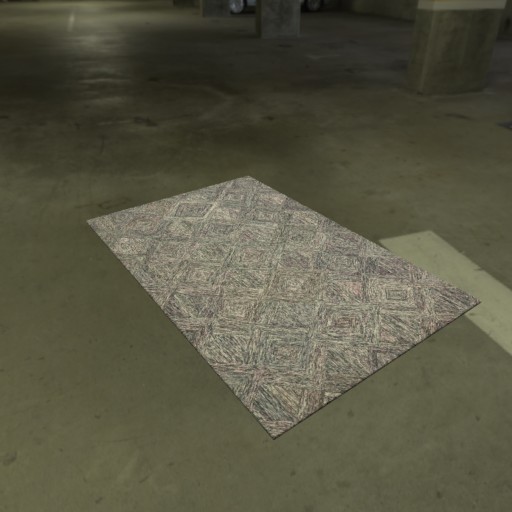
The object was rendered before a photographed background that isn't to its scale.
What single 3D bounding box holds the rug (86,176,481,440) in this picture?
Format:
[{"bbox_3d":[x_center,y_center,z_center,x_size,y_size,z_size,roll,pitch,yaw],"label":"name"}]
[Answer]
[{"bbox_3d":[0.000,0.000,2.929,1.501,0.017,2.298,-21,38,-30],"label":"rug"}]
